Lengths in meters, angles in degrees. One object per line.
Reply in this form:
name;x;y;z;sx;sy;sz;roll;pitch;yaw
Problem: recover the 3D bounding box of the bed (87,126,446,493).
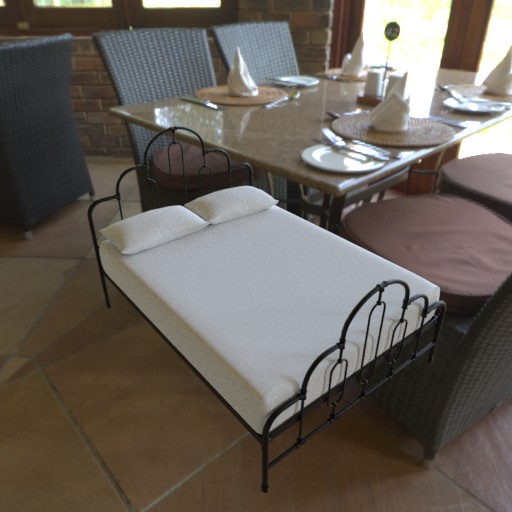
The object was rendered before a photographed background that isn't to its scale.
bed;0.000;0.000;3.224;1.626;1.444;2.181;-22;37;-33
